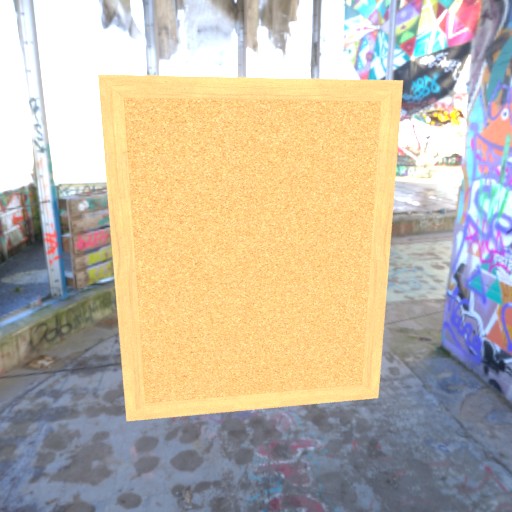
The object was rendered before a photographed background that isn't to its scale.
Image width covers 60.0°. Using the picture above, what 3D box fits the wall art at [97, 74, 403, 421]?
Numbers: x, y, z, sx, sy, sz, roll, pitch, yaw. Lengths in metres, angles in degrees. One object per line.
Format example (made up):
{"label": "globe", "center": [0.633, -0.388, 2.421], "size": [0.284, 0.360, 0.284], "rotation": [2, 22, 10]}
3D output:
{"label": "wall art", "center": [0.000, 0.000, 0.509], "size": [0.312, 0.380, 0.030], "rotation": [-2, 15, -9]}
